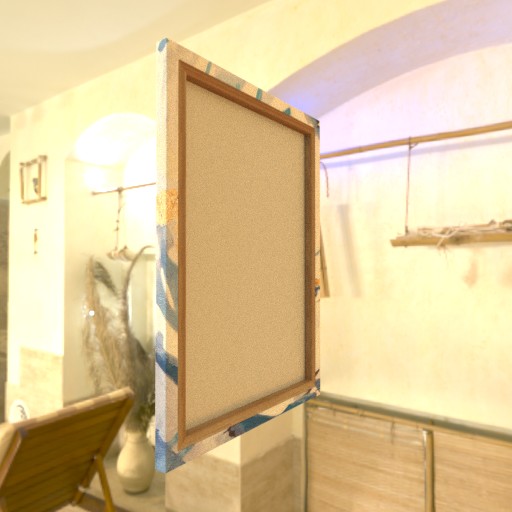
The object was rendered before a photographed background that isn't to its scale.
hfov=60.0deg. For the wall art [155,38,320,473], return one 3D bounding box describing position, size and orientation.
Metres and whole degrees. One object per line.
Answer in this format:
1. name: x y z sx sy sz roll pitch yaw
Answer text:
1. wall art: 0.000 0.000 1.347 0.038 1.015 0.761 -1 -1 36
